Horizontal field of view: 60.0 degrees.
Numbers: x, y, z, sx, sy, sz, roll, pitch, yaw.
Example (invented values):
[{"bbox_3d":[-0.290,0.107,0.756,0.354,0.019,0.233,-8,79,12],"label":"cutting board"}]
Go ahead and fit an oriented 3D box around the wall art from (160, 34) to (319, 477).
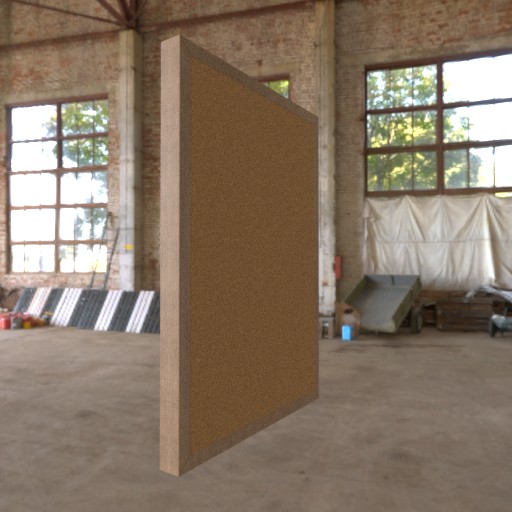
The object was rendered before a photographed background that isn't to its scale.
[{"bbox_3d":[0.000,0.000,0.664,0.031,0.509,0.356,-1,-1,35],"label":"wall art"}]
